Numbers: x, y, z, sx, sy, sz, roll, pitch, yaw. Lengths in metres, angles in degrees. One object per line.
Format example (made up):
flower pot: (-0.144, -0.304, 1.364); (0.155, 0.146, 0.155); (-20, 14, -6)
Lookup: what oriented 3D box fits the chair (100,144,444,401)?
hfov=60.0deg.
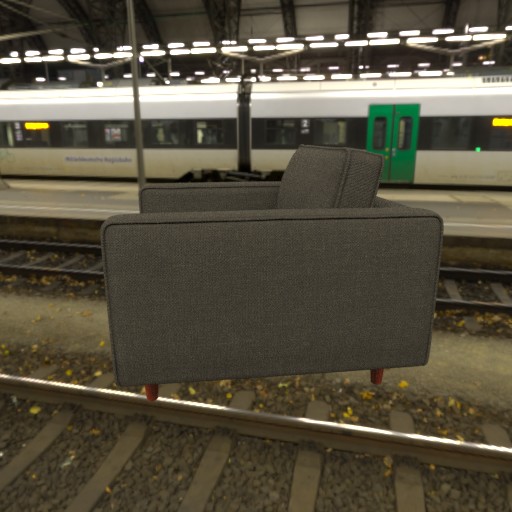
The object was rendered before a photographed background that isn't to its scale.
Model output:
chair: (0.000, 0.000, 1.594); (0.919, 0.770, 0.899); (-2, 15, -7)
